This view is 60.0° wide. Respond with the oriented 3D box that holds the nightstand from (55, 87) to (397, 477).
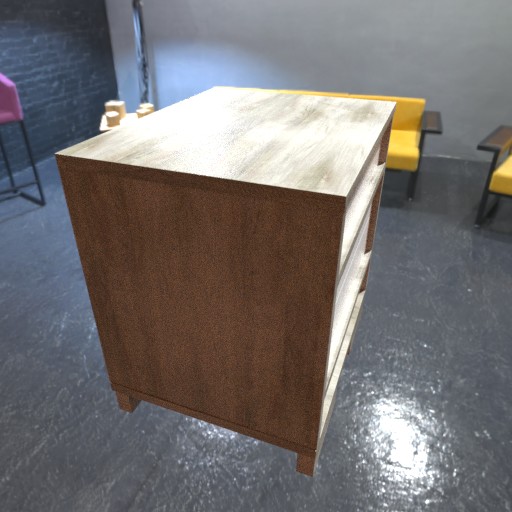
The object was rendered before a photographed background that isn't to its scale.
[{"bbox_3d":[0.000,0.000,0.753,0.347,0.448,0.427,11,33,18],"label":"nightstand"}]
